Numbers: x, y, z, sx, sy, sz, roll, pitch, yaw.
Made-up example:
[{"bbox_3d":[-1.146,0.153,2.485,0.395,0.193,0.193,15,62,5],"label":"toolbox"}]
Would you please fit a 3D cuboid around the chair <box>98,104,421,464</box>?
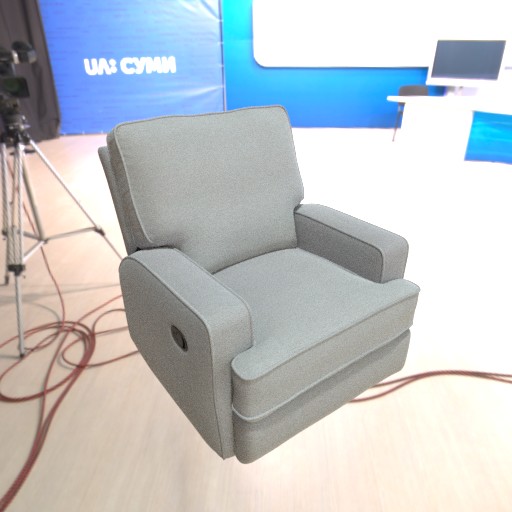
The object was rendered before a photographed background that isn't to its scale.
[{"bbox_3d":[0.000,0.000,1.641,0.861,0.964,0.969,-19,34,-31],"label":"chair"}]
